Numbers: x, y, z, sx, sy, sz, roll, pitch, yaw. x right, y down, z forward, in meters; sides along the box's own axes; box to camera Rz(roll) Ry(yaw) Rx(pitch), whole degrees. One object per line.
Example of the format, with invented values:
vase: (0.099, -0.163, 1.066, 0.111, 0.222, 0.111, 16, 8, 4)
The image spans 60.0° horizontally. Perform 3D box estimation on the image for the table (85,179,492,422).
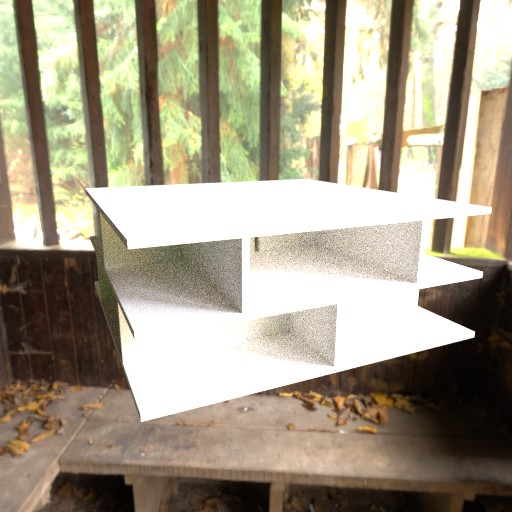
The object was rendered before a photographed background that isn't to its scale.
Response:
table: (0.000, 0.000, 1.075, 0.700, 0.289, 0.700, -7, 16, -24)
